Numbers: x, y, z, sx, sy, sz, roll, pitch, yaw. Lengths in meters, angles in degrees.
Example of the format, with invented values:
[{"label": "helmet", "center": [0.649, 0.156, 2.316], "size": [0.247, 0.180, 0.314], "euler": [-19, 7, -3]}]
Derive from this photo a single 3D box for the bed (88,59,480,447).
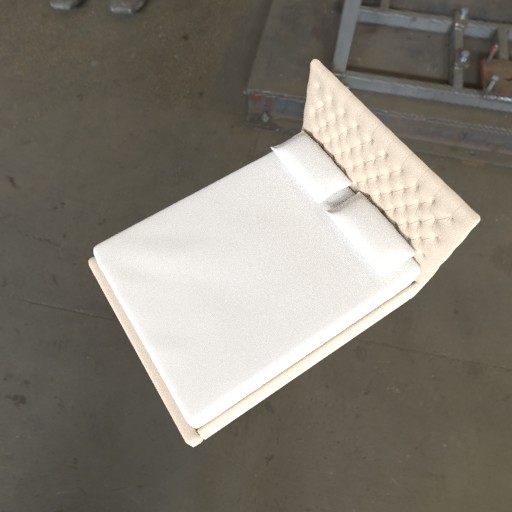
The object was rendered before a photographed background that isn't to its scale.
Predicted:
[{"label": "bed", "center": [0.000, 0.000, 3.363], "size": [2.233, 1.426, 1.696], "euler": [-31, 68, -14]}]
